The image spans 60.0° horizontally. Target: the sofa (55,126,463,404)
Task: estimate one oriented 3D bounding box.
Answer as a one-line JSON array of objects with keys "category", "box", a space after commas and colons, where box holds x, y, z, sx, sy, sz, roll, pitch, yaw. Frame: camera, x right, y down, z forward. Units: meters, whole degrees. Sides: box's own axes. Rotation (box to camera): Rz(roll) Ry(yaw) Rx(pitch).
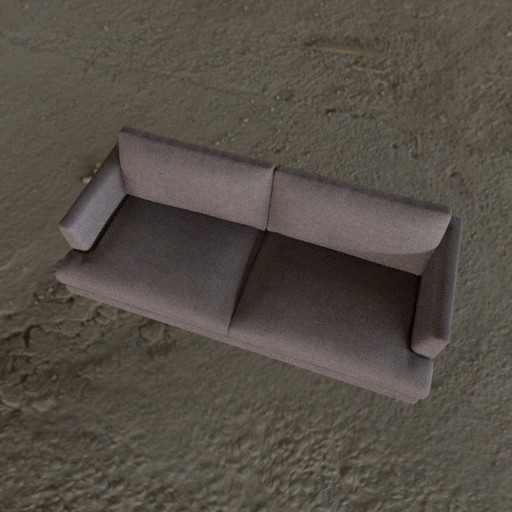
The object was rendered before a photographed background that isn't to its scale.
[{"category": "sofa", "box": [0.000, 0.000, 2.722, 2.250, 0.868, 1.020, 16, 59, 10]}]
